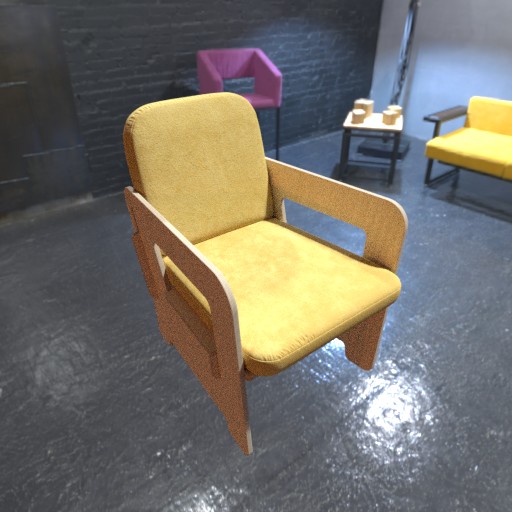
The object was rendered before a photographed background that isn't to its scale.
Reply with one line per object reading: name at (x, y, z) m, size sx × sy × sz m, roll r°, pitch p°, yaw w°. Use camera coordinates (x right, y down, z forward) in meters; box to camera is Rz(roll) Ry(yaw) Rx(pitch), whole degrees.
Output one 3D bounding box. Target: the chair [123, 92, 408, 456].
chair at (0.000, 0.000, 1.304) m, size 0.590 × 0.800 × 0.710 m, roll -22°, pitch 38°, yaw -32°
